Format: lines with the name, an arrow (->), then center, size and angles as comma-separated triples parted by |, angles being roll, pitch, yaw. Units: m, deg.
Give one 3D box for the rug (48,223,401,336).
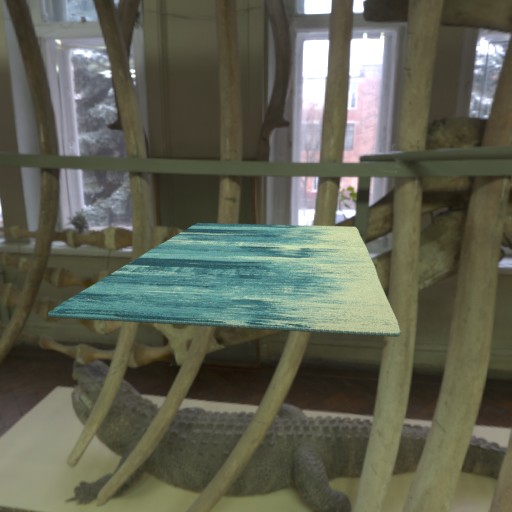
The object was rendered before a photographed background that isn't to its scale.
rug -> 0.000, 0.000, 3.022 | 1.540, 0.027, 2.450 | 2, 14, 8
